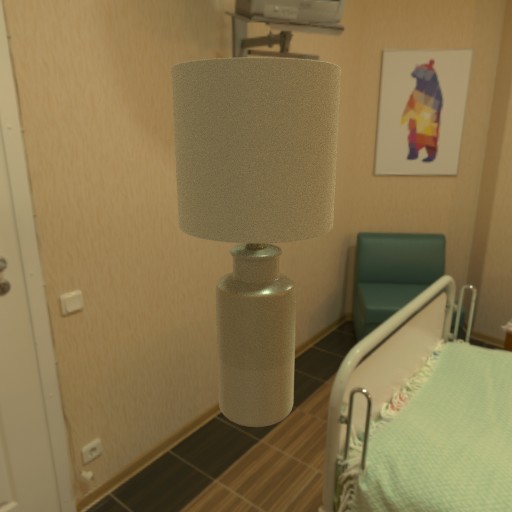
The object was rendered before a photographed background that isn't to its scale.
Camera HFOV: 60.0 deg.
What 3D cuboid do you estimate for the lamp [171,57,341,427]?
[{"bbox_3d":[0.000,0.000,0.631,0.212,0.493,0.212,3,17,9],"label":"lamp"}]
